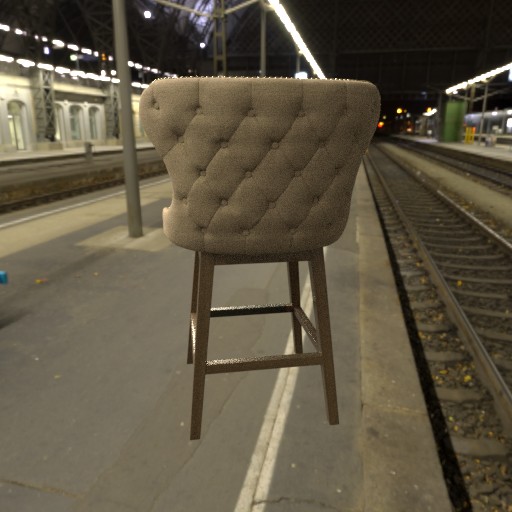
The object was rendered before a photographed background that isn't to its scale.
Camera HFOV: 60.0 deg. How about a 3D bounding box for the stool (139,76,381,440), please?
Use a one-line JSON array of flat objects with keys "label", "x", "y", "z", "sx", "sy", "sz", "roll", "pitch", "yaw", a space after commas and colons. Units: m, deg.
[{"label": "stool", "x": 0.000, "y": 0.000, "z": 1.356, "sx": 0.615, "sy": 0.972, "sz": 0.597, "roll": -3, "pitch": 16, "yaw": -9}]
